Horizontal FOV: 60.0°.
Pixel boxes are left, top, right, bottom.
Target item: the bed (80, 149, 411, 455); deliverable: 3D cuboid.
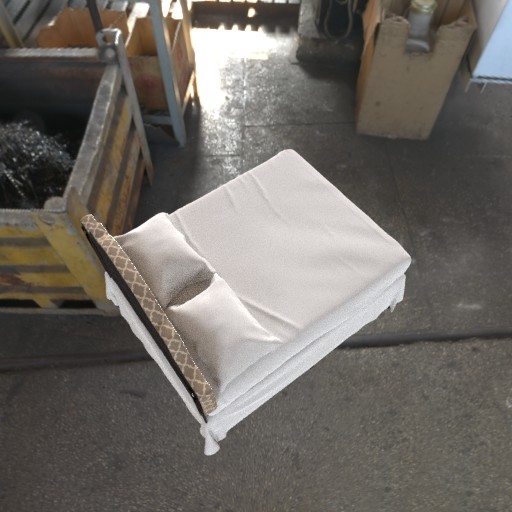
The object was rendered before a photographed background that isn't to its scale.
[{"bbox_3d":[0.000,0.000,3.490,2.222,1.633,1.780,-32,63,-19],"label":"bed"}]
